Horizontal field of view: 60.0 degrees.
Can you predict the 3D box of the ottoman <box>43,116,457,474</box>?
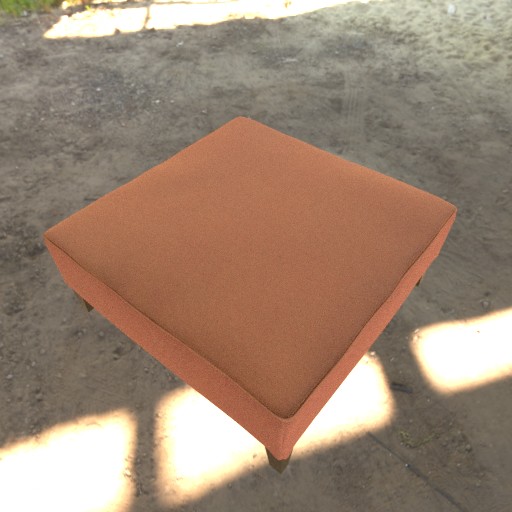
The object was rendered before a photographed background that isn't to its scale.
[{"bbox_3d":[0.000,0.000,1.575,0.997,0.438,0.999,30,53,26],"label":"ottoman"}]
